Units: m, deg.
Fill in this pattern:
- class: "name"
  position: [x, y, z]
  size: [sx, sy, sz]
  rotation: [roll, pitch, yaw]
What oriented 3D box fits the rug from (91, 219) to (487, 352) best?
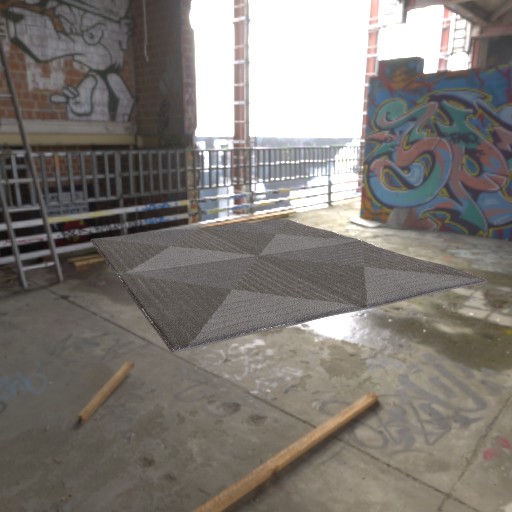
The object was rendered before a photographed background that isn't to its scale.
- class: "rug"
  position: [0.000, 0.000, 0.890]
  size: [0.551, 0.008, 0.642]
  rotation: [-8, 17, -27]
